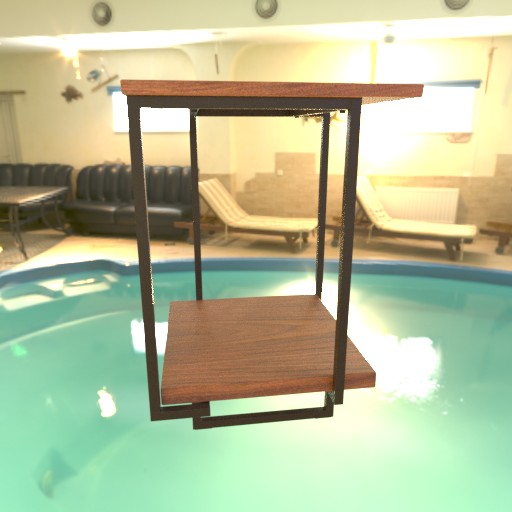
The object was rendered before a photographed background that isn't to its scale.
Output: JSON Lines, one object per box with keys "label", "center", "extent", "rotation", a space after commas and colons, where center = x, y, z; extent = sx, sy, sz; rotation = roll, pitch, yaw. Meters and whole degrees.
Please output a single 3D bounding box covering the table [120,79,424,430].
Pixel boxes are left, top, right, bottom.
{"label": "table", "center": [0.000, 0.000, 0.824], "extent": [0.384, 0.567, 0.411], "rotation": [-2, 16, -8]}
